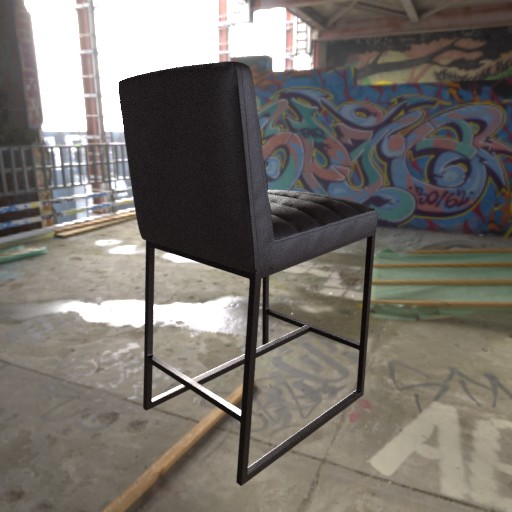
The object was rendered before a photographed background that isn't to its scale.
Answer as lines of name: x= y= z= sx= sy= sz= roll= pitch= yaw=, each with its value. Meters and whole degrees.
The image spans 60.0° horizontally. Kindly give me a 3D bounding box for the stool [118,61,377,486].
stool: x=0.000 y=0.000 z=1.258 sx=0.463 sy=0.946 sz=0.562 roll=15 pitch=22 yaw=43
